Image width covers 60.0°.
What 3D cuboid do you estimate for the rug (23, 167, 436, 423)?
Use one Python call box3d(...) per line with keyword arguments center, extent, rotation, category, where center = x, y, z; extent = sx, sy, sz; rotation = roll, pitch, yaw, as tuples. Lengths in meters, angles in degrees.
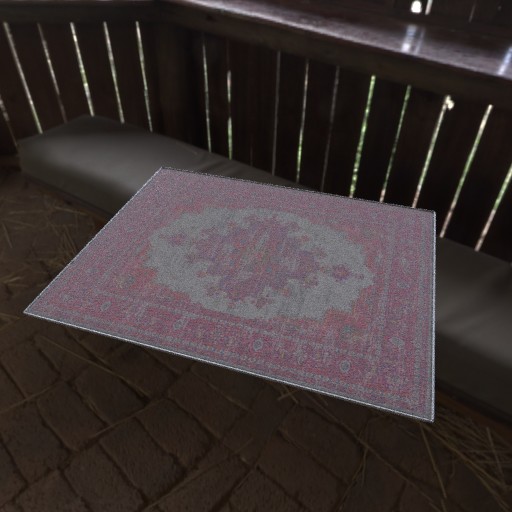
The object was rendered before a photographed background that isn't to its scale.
box3d(center=(0.000, 0.000, 4.044), extent=(3.123, 0.017, 2.447), rotation=(11, 42, 13), category="rug")
